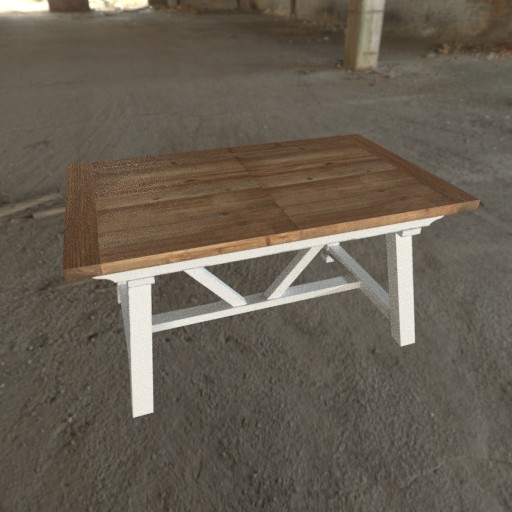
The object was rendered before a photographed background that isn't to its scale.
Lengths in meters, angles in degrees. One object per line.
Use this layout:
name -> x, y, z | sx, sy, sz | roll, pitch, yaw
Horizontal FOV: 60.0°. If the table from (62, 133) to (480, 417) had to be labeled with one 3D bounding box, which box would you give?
table -> 0.000, 0.000, 2.057 | 1.503, 0.743, 0.922 | -10, 33, -16
